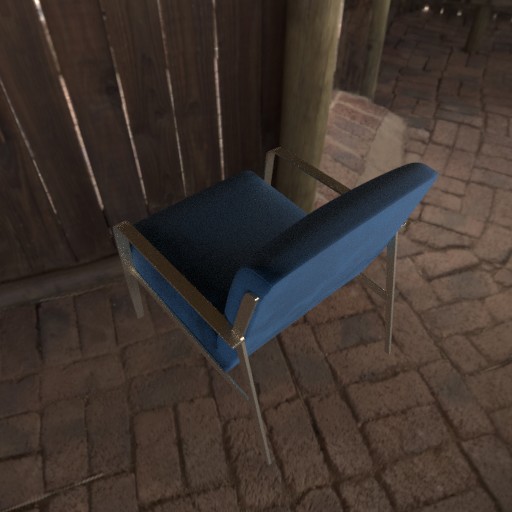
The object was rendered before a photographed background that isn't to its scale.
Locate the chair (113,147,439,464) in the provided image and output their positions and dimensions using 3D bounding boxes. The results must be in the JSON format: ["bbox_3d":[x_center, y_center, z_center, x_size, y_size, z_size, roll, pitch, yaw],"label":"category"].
[{"bbox_3d":[0.000,0.000,1.497,0.692,0.831,0.859,-32,53,-27],"label":"chair"}]
